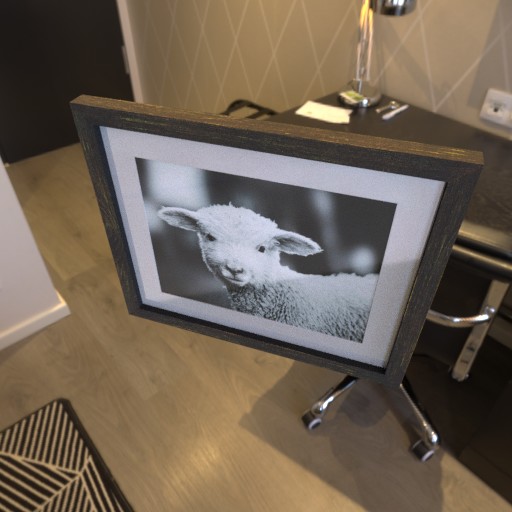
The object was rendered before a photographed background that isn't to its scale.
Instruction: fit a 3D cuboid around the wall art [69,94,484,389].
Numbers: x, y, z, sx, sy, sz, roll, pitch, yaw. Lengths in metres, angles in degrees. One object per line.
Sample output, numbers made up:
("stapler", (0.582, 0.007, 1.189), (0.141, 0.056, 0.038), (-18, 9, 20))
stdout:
("wall art", (0.000, 0.000, 0.733), (0.558, 0.457, 0.032), (13, 43, 14))
